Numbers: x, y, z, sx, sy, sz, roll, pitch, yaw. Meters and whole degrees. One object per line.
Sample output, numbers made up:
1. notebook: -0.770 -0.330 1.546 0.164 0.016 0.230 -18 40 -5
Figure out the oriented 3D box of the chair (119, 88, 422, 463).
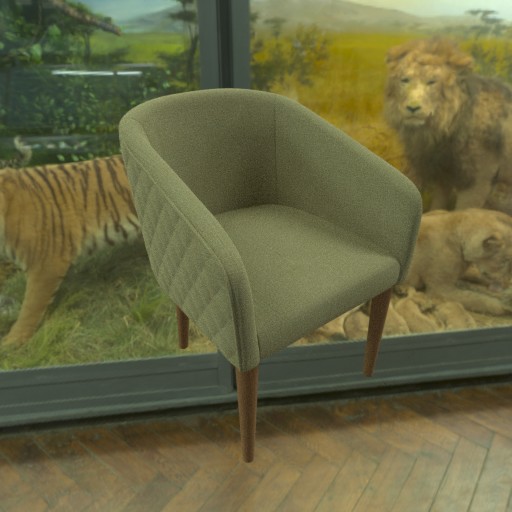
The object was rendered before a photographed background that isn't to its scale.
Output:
1. chair: 0.000 0.000 1.210 0.584 0.775 0.616 -22 37 -32
